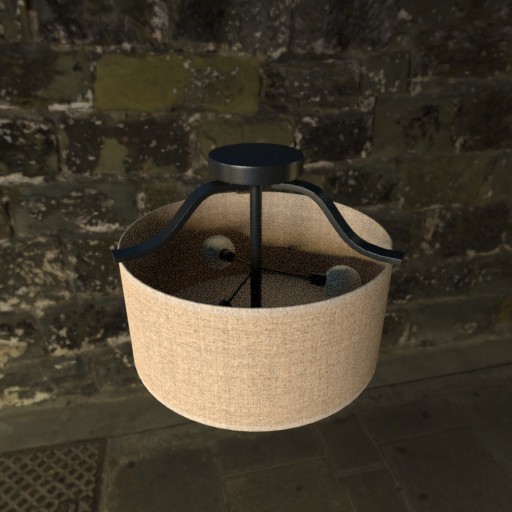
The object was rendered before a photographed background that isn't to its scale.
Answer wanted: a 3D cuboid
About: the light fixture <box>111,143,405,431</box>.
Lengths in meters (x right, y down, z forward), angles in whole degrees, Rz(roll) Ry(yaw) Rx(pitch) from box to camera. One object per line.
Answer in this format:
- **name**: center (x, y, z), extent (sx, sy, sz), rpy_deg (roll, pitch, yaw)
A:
- **light fixture**: center (0.000, 0.000, 0.654), extent (0.390, 0.306, 0.390), rpy_deg (0, 27, 0)
